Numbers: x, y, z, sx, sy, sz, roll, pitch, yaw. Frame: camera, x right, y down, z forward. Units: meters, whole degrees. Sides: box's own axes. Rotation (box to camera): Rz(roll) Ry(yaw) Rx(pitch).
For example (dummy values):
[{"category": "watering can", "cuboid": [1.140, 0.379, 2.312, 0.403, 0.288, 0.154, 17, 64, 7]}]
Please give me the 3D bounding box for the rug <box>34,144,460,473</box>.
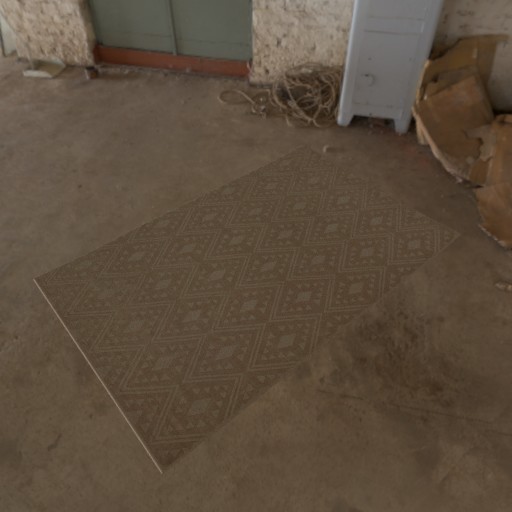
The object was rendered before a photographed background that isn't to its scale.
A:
[{"category": "rug", "cuboid": [0.000, 0.000, 2.966, 2.430, 0.053, 1.553, -31, 53, -27]}]
